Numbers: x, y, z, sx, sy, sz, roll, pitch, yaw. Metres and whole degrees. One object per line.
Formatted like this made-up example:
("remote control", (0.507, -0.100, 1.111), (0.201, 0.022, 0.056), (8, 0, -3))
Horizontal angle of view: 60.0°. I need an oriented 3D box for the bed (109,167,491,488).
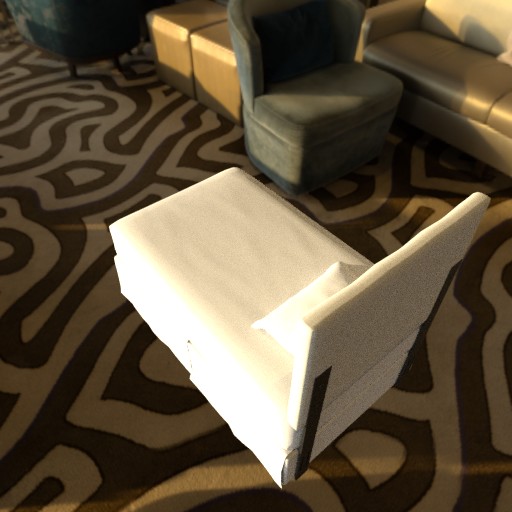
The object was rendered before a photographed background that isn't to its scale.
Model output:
("bed", (0.000, 0.000, 2.818), (1.261, 1.571, 1.997), (-31, 53, -26))
